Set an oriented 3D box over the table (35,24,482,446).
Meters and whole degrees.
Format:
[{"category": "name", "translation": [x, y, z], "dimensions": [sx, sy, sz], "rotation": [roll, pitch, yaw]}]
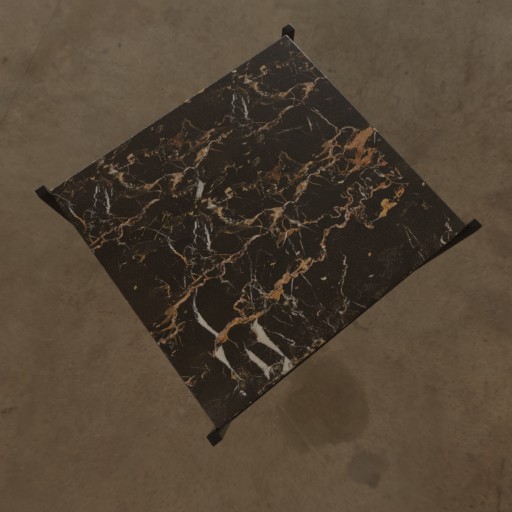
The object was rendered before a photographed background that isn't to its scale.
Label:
[{"category": "table", "translation": [0.000, 0.000, 0.884], "dimensions": [0.469, 0.534, 0.432], "rotation": [-37, 78, -9]}]
